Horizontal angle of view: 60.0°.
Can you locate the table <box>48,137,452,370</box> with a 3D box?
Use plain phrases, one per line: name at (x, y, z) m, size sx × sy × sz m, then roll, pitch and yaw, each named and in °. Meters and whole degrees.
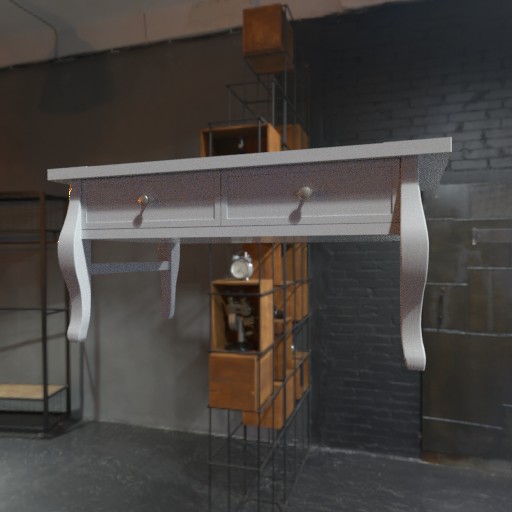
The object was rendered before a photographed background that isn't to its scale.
table at (0.000, 0.000, 1.369) m, size 1.062 × 0.495 × 0.600 m, roll 0°, pitch 0°, yaw 19°
